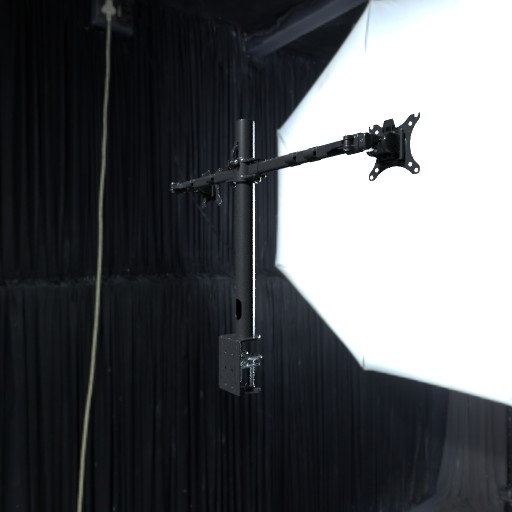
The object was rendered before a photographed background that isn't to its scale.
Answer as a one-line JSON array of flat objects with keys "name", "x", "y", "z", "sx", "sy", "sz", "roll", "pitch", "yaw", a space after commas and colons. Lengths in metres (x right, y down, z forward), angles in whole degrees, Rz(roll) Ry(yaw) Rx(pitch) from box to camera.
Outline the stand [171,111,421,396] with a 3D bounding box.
[{"name": "stand", "x": 0.000, "y": 0.000, "z": 1.017, "sx": 0.150, "sy": 0.603, "sz": 0.743, "roll": 0, "pitch": 0, "yaw": -37}]
